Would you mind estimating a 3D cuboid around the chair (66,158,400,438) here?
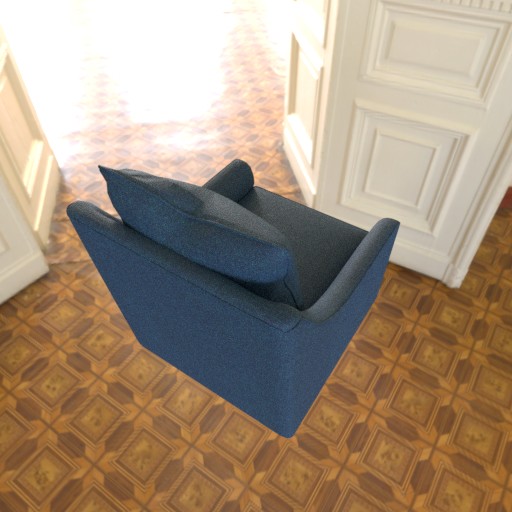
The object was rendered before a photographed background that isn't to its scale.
[{"bbox_3d":[0.000,0.000,1.595,0.750,0.939,0.870,26,52,22],"label":"chair"}]
